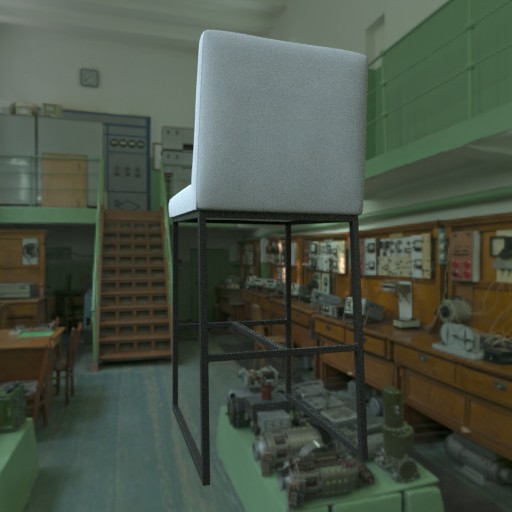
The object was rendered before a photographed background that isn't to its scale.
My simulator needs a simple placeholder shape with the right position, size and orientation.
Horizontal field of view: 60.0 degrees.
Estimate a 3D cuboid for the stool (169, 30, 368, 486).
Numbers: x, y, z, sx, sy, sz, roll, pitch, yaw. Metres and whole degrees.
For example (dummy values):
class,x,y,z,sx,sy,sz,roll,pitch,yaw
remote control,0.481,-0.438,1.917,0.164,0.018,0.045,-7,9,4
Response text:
class,x,y,z,sx,sy,sz,roll,pitch,yaw
stool,0.000,0.000,1.349,0.464,1.061,0.573,0,0,-18
